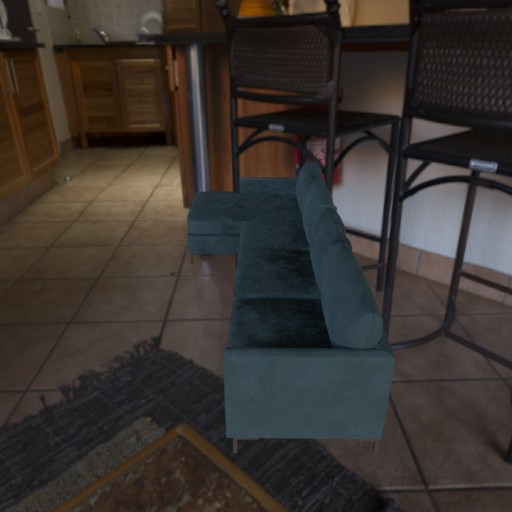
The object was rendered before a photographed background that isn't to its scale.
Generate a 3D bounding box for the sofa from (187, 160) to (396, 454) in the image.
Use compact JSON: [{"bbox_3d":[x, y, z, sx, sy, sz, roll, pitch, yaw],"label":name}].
[{"bbox_3d":[0.000,0.000,3.936,1.500,0.967,3.400,0,26,1],"label":"sofa"}]
